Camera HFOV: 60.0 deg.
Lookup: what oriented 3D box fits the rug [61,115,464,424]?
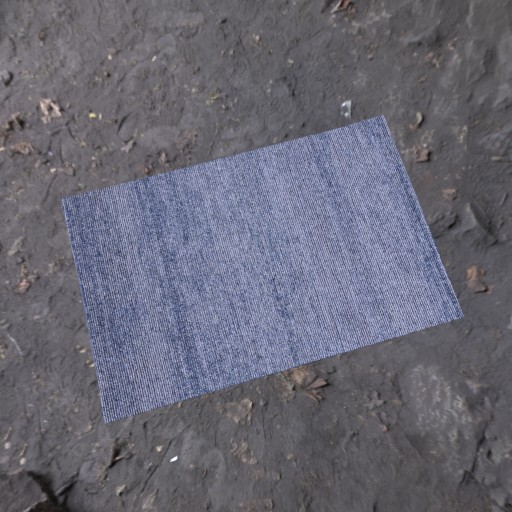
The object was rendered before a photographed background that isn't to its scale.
[{"bbox_3d":[0.000,0.000,2.214,1.777,0.021,1.145,-15,76,-4],"label":"rug"}]
